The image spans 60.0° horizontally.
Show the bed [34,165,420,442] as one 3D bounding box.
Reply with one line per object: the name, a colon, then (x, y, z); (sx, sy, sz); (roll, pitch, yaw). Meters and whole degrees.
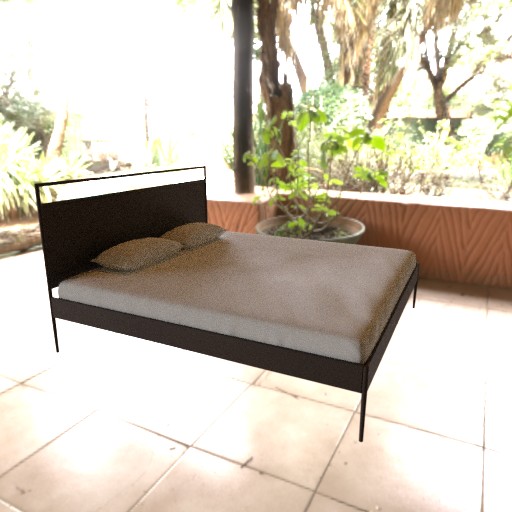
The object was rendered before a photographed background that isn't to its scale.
bed: (0.000, 0.000, 3.351); (2.151, 1.173, 1.993); (7, 17, 25)
